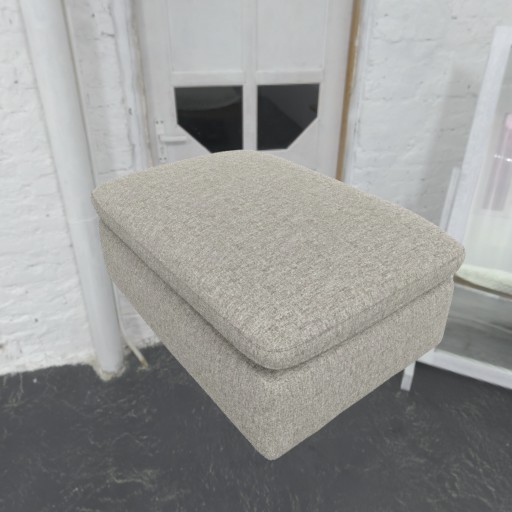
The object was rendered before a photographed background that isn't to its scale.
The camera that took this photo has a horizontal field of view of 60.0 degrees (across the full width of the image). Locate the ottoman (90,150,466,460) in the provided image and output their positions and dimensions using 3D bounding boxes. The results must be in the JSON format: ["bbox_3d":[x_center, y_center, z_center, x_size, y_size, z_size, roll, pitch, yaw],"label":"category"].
[{"bbox_3d":[0.000,0.000,1.355,0.694,0.451,0.977,-21,37,-31],"label":"ottoman"}]
